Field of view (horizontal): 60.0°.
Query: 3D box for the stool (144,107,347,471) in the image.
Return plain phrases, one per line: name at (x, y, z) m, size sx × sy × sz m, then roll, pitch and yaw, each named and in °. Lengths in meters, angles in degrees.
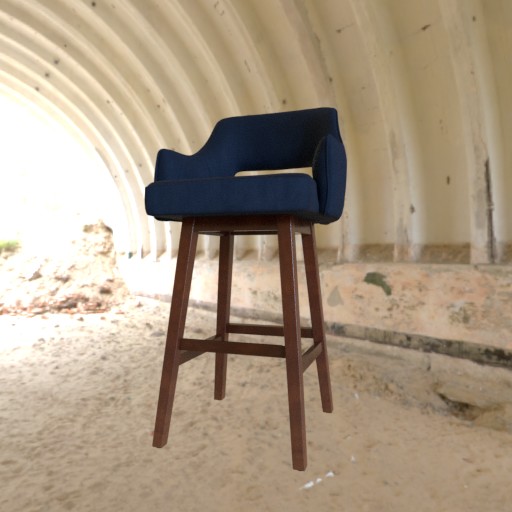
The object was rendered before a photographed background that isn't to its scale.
stool at (0.000, 0.000, 1.375) m, size 0.550 × 1.041 × 0.560 m, roll 0°, pitch 0°, yaw 19°
